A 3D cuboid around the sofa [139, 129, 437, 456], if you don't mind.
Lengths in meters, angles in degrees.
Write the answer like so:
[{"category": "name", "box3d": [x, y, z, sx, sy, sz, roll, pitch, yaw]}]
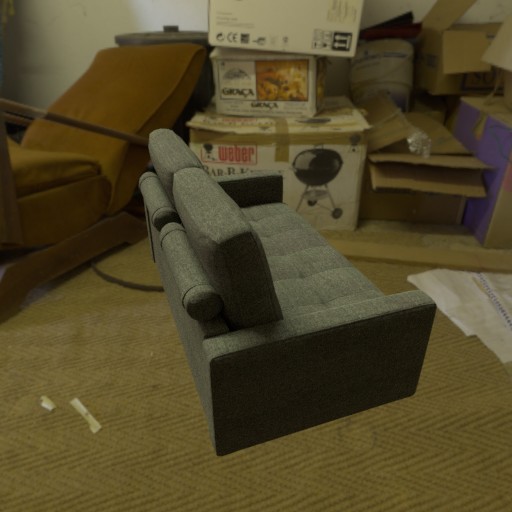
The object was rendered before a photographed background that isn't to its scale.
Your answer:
[{"category": "sofa", "box3d": [0.000, 0.000, 1.966, 0.842, 0.907, 1.407, -10, 32, -17]}]
